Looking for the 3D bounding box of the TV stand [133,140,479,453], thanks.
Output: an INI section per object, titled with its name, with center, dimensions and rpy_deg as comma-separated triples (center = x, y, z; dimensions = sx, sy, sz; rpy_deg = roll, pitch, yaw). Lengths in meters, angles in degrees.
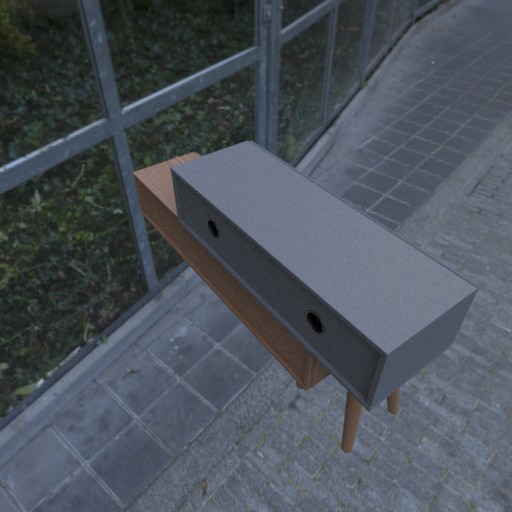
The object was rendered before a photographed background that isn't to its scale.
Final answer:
[TV stand]
center = 0.000, 0.000, 1.566
dimensions = 0.329, 0.591, 1.336
rpy_deg = -26, 48, -26
